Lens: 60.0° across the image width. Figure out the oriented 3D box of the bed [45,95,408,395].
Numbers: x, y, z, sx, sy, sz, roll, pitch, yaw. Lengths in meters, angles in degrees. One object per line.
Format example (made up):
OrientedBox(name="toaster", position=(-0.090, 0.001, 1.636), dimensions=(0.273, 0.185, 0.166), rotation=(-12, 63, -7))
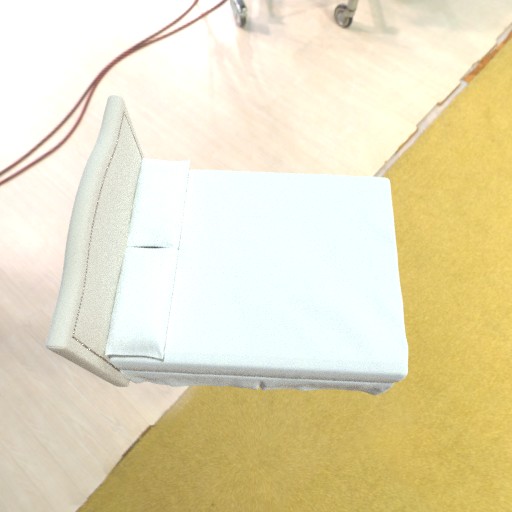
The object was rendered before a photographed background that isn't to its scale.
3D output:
OrientedBox(name="bed", position=(0.000, 0.000, 3.212), dimensions=(2.143, 1.460, 1.753), rotation=(3, 65, 1))
